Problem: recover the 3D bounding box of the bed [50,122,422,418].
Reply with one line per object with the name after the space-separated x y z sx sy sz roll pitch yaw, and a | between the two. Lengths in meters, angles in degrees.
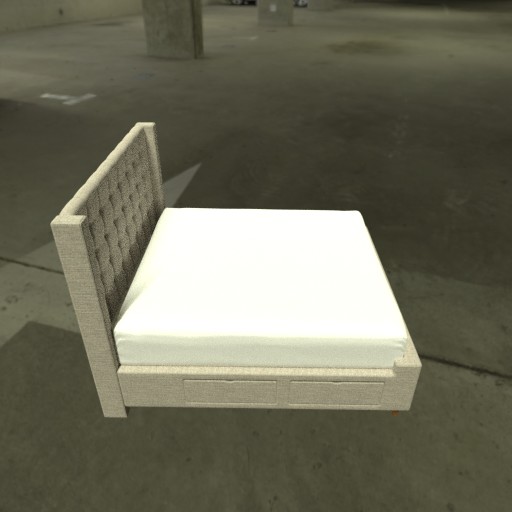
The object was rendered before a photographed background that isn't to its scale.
0.000 0.000 3.849 2.372 1.748 2.044 1 32 1 | bed
